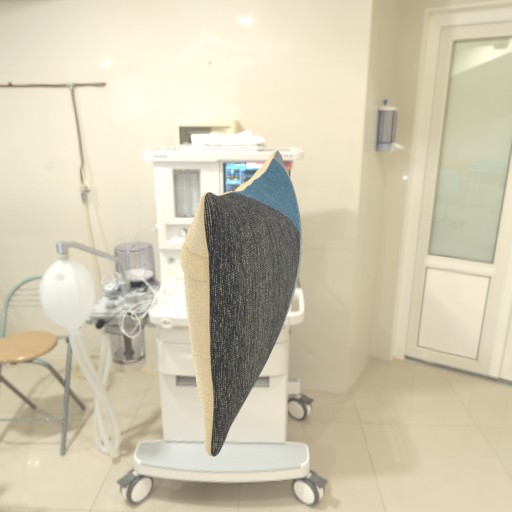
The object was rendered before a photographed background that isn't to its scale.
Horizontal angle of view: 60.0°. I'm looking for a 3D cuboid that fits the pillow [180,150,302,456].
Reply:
[{"bbox_3d":[0.000,0.000,0.741,0.148,0.307,0.604,3,17,9],"label":"pillow"}]
